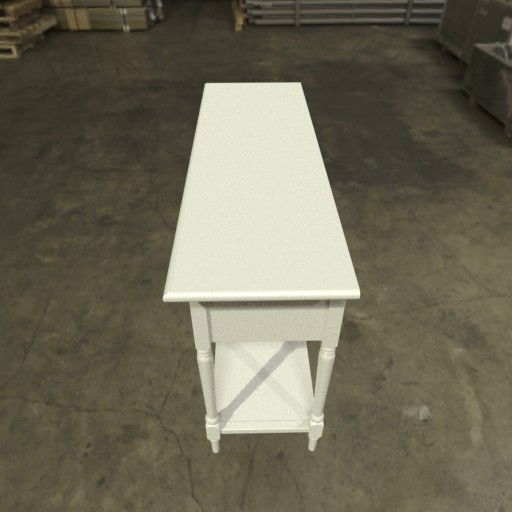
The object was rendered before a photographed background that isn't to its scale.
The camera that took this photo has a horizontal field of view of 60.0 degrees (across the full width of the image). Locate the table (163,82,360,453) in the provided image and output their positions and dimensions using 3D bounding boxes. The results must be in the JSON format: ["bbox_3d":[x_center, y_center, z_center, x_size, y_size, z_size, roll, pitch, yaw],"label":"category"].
[{"bbox_3d":[0.000,0.000,1.568,0.384,0.808,1.197,-1,40,-1],"label":"table"}]
